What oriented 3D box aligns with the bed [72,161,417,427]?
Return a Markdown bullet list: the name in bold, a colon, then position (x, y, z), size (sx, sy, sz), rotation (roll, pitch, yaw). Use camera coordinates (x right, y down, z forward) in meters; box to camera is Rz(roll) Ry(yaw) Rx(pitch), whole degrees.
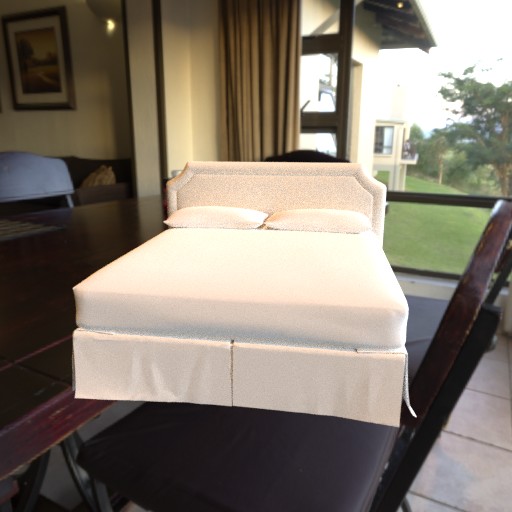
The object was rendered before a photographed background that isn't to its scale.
- **bed**: position (0.000, 0.000, 3.440), size (2.160, 1.301, 2.204), rotation (2, 16, 9)
